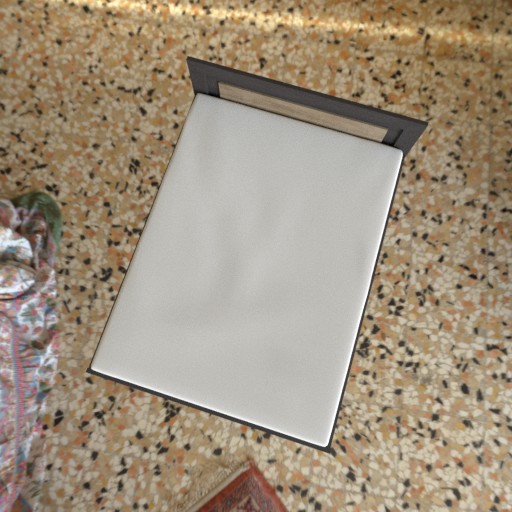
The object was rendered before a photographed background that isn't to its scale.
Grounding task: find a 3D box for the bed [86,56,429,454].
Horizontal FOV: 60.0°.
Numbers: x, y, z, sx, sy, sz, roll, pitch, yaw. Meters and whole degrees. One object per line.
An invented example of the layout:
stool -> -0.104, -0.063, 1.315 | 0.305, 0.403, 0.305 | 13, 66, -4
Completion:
bed -> 0.000, 0.000, 2.963 | 1.585, 0.823, 2.073 | 17, 77, 4
